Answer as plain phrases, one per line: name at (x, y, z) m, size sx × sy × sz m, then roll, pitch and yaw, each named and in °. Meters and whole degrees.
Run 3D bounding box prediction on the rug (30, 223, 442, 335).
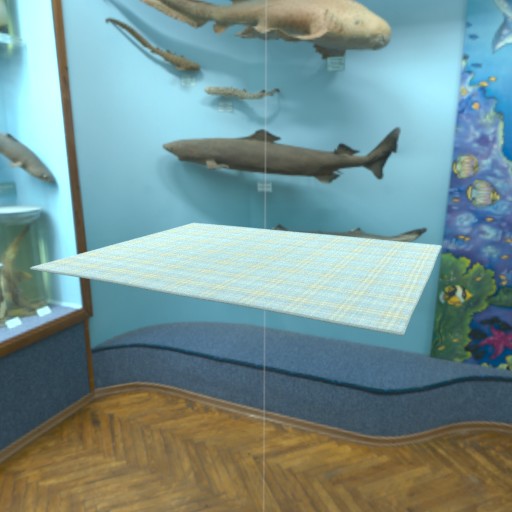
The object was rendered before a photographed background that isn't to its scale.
rug at (0.000, 0.000, 4.158) m, size 3.066 × 0.030 × 2.462 m, roll 7°, pitch 16°, yaw 25°
